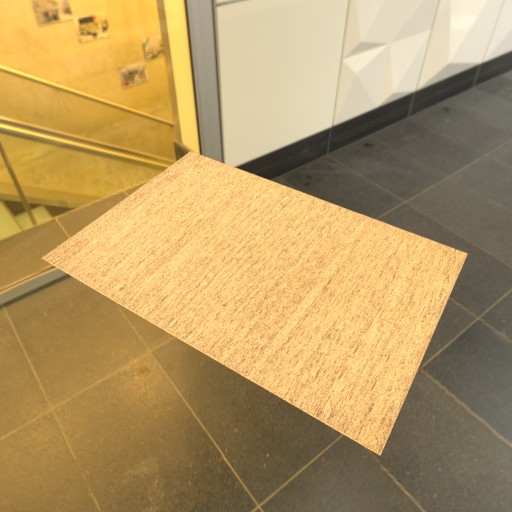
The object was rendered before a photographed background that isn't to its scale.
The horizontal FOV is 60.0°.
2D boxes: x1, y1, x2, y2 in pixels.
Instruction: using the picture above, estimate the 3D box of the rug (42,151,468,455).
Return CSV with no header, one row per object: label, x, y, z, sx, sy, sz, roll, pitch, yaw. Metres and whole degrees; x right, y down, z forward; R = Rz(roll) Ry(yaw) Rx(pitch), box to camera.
rug,0.000,0.000,2.301,1.840,0.013,1.225,24,50,23
